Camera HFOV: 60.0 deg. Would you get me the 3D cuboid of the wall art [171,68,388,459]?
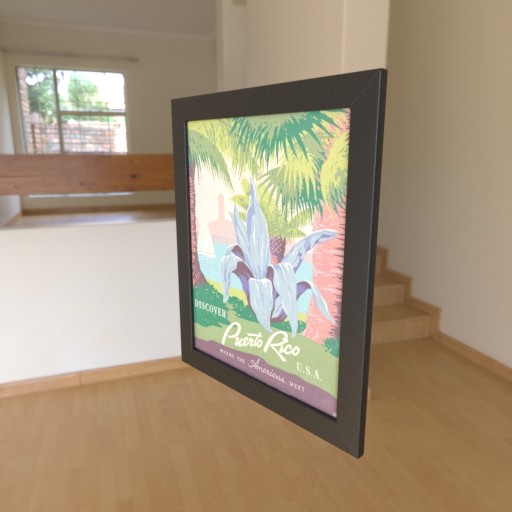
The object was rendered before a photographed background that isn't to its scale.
[{"bbox_3d":[0.000,0.000,0.811,0.018,0.582,0.481,-13,18,-43],"label":"wall art"}]
